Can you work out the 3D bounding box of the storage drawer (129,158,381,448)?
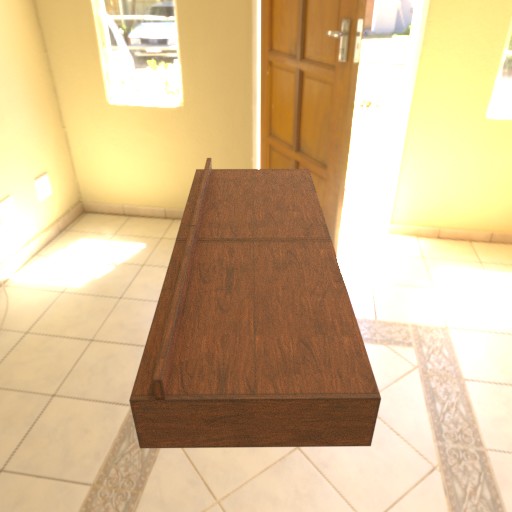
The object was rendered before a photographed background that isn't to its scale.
[{"bbox_3d":[0.000,0.000,2.182,0.774,0.339,1.914,0,32,-1],"label":"storage drawer"}]
